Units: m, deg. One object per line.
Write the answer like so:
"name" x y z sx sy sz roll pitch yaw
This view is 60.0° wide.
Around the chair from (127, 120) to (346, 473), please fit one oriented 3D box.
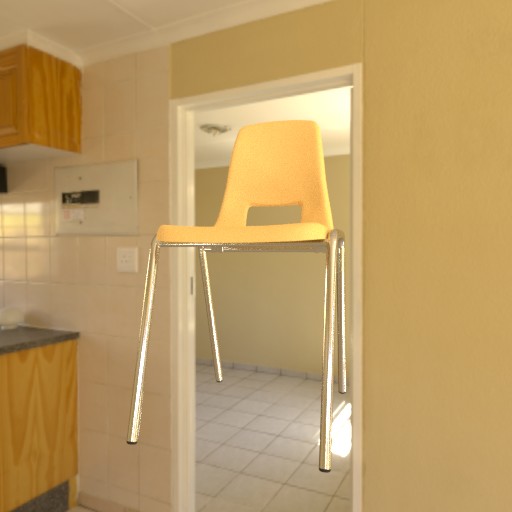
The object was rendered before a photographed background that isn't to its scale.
"chair" 0.000 0.000 0.974 0.381 0.704 0.436 0 1 17
